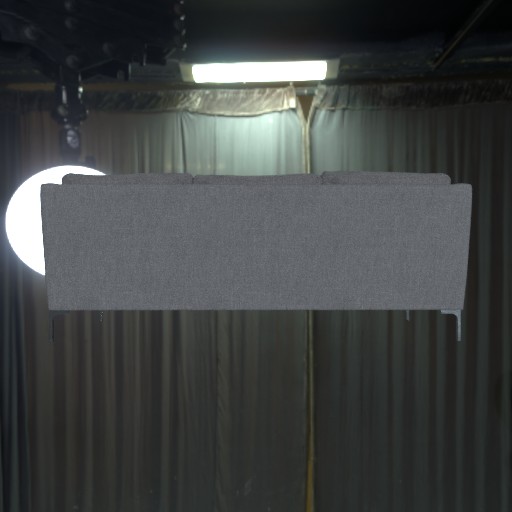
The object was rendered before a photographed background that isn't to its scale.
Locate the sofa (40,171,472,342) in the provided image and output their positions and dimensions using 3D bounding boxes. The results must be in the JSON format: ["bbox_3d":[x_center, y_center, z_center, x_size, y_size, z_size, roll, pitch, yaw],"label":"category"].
[{"bbox_3d":[0.000,0.000,2.493,2.060,0.837,0.849,0,0,-1],"label":"sofa"}]
